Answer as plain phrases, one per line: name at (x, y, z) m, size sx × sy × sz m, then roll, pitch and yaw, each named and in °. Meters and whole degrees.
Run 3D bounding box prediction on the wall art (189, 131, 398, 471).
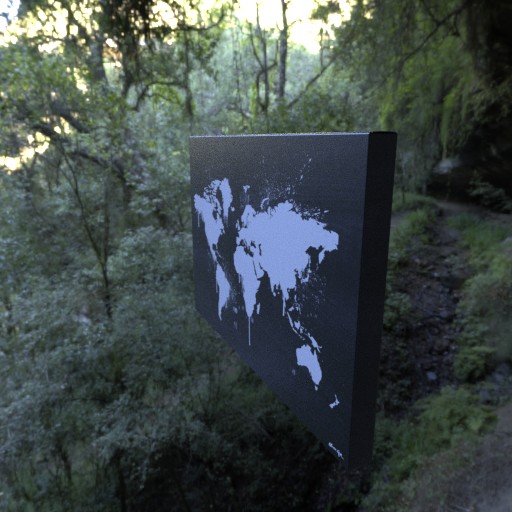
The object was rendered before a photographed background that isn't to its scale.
wall art at (0.000, 0.000, 0.773) m, size 0.038 × 0.409 × 0.610 m, roll -7°, pitch 16°, yaw -25°
